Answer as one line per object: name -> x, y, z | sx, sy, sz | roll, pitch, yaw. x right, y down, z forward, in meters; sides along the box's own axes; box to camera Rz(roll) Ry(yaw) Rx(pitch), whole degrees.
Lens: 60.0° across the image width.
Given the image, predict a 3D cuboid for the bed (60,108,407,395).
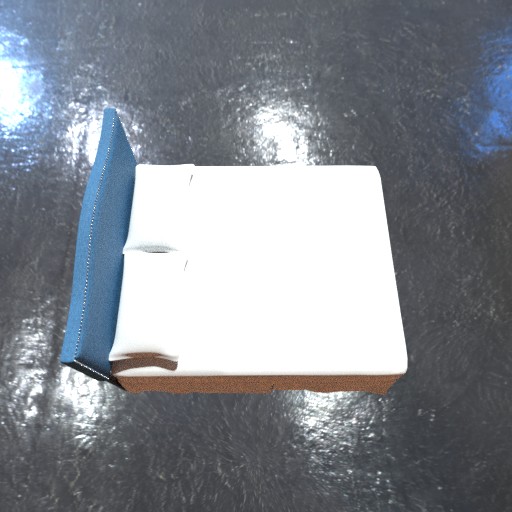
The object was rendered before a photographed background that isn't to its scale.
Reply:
bed -> 0.000, 0.000, 2.894 | 1.872, 1.169, 1.610 | 0, 65, 0
